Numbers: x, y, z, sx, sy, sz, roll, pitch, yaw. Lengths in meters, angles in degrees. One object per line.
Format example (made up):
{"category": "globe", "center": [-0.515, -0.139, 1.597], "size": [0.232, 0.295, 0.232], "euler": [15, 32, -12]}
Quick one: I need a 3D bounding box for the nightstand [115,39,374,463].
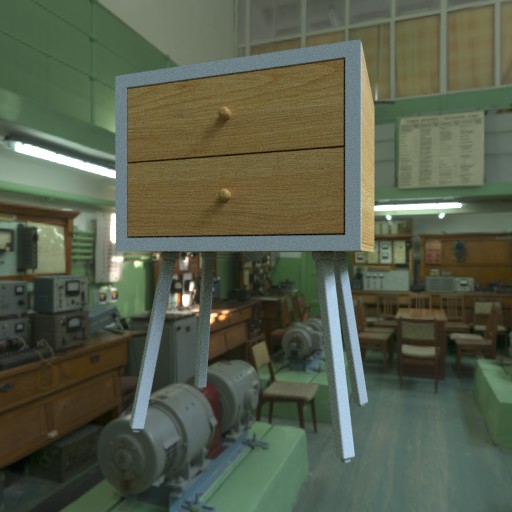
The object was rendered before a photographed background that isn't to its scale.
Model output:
{"category": "nightstand", "center": [0.000, 0.000, 0.811], "size": [0.400, 0.601, 0.316], "euler": [0, 0, 18]}
